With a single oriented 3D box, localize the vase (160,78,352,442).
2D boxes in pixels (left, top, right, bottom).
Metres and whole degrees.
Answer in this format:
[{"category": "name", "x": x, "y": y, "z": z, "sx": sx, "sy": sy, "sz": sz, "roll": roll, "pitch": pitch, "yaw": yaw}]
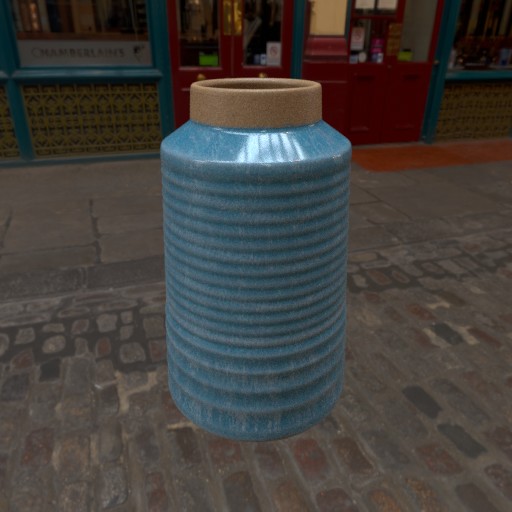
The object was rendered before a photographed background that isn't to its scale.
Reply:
[{"category": "vase", "x": 0.000, "y": 0.000, "z": 0.366, "sx": 0.163, "sy": 0.267, "sz": 0.163, "roll": 0, "pitch": 26, "yaw": 0}]
